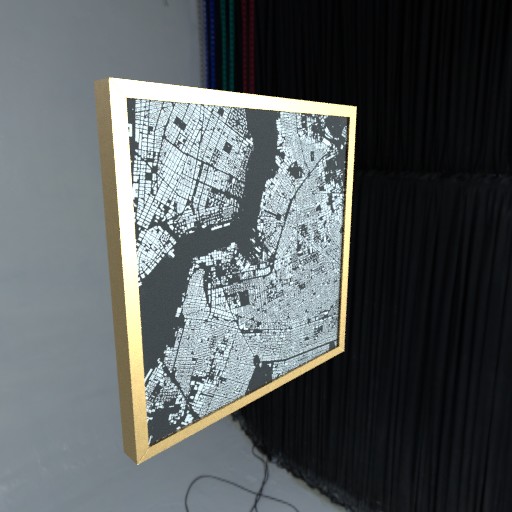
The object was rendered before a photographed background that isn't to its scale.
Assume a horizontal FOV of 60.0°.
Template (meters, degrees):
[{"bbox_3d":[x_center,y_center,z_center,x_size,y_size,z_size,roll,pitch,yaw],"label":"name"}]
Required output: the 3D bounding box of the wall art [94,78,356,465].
[{"bbox_3d":[0.000,0.000,1.891,0.095,1.284,1.284,13,19,43],"label":"wall art"}]
